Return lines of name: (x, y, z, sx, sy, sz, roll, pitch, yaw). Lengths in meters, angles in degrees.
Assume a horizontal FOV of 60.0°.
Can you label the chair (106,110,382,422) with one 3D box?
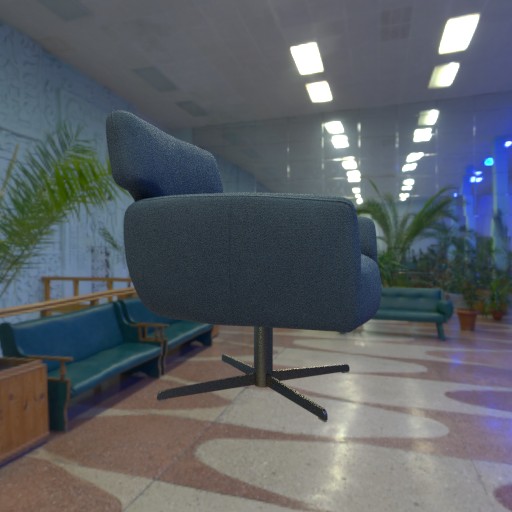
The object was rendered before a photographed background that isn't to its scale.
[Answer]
chair: (0.000, 0.000, 1.397, 0.761, 0.813, 0.738, 0, 1, 18)
